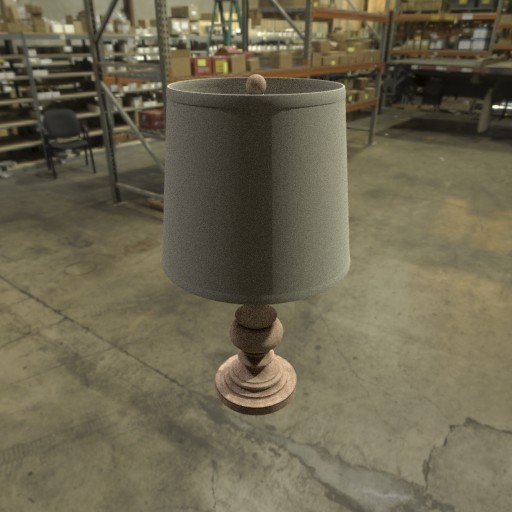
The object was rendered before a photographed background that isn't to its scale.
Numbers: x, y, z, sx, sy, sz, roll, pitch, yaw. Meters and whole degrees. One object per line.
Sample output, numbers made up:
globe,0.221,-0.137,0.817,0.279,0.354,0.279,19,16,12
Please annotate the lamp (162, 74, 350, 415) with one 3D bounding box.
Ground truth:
lamp,0.000,0.000,0.653,0.273,0.497,0.273,0,26,0
